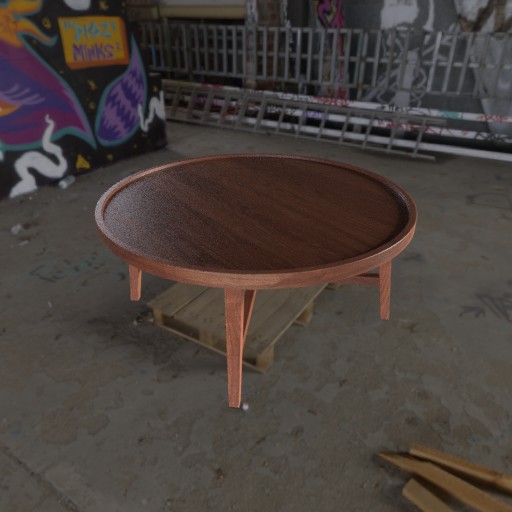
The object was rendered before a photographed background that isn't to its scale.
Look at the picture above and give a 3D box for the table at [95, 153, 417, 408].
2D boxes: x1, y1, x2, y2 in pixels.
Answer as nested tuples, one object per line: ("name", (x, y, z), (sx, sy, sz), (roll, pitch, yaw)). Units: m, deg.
("table", (0.000, 0.000, 1.241), (0.800, 0.360, 0.800), (0, 29, 0))
